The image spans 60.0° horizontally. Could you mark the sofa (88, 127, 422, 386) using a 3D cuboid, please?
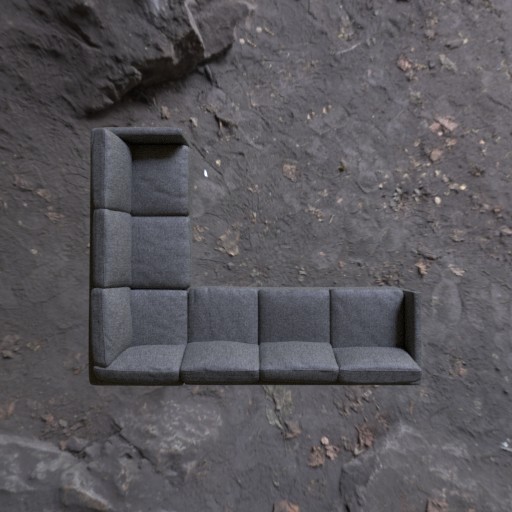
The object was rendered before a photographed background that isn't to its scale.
[{"bbox_3d":[0.000,0.000,4.602,3.302,0.947,2.593,0,89,1],"label":"sofa"}]
